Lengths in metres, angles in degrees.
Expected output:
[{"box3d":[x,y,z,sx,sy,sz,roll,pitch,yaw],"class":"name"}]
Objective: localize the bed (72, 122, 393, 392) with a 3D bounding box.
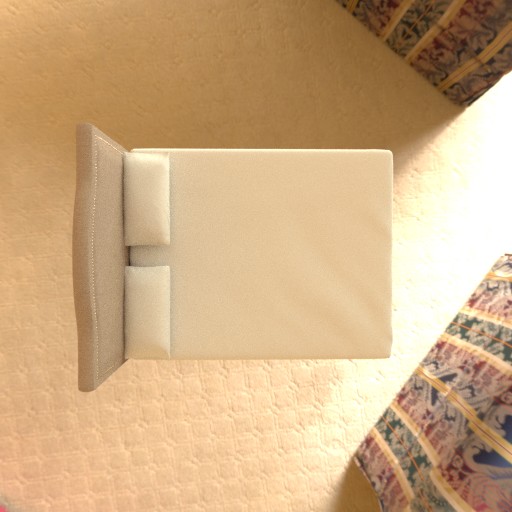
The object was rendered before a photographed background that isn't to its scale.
[{"box3d":[0.000,0.000,3.438,2.282,1.436,1.821,0,91,-1],"class":"bed"}]
